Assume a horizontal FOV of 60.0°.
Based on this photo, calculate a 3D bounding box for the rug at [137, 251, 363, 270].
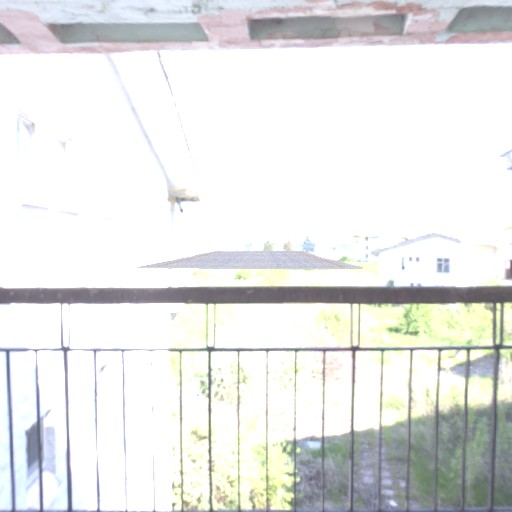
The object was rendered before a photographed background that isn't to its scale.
[{"bbox_3d":[0.000,0.000,2.717,0.770,0.016,2.442,0,2,1],"label":"rug"}]
